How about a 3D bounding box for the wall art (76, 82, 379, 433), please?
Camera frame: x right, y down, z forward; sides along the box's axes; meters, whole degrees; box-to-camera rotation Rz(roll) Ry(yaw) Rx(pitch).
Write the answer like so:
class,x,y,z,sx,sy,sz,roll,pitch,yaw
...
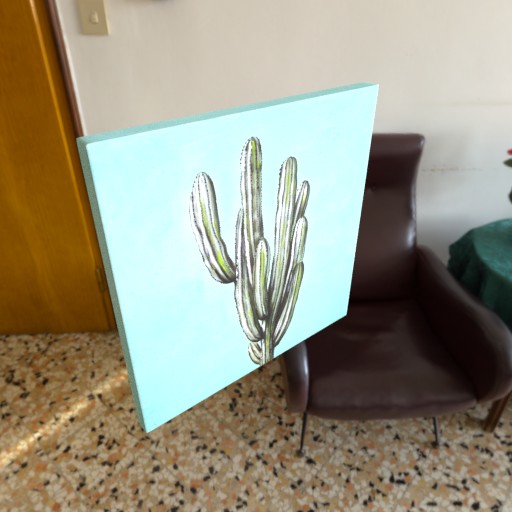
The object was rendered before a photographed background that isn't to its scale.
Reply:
class,x,y,z,sx,sy,sz,roll,pitch,yaw
wall art,0.000,0.000,1.157,0.765,0.766,0.054,-23,39,-32
